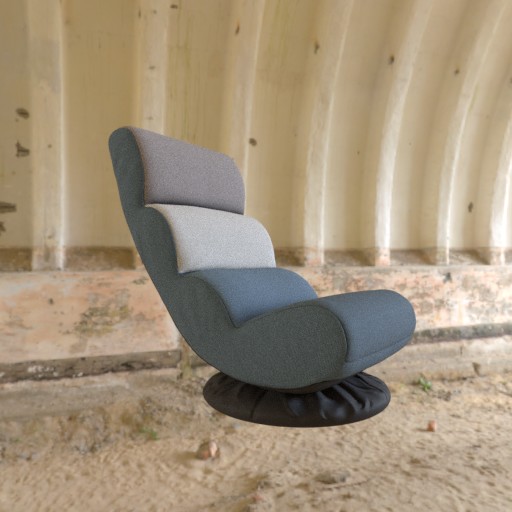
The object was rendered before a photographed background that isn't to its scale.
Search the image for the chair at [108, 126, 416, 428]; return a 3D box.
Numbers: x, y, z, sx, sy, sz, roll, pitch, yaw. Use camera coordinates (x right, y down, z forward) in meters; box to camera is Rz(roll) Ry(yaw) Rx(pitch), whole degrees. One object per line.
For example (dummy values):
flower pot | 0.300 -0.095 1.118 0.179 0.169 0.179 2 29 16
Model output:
chair | 0.000 0.000 1.066 0.661 0.641 0.420 0 -1 36
